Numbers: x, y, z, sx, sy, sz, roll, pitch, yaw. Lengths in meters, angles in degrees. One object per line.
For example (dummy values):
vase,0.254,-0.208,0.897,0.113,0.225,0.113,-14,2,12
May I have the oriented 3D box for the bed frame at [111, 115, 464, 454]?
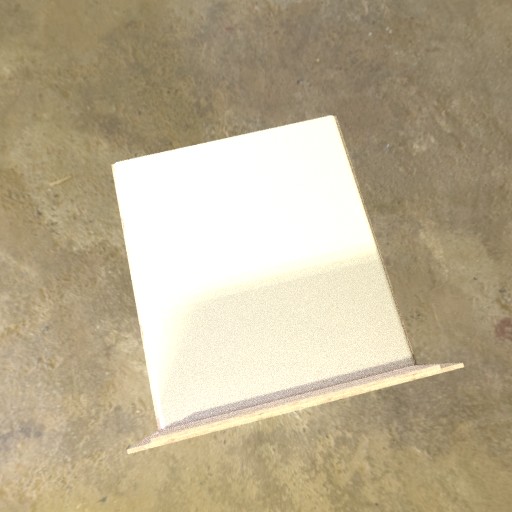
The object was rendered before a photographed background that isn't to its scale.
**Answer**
bed frame,0.000,0.000,3.189,1.950,0.970,2.080,-13,76,-3
